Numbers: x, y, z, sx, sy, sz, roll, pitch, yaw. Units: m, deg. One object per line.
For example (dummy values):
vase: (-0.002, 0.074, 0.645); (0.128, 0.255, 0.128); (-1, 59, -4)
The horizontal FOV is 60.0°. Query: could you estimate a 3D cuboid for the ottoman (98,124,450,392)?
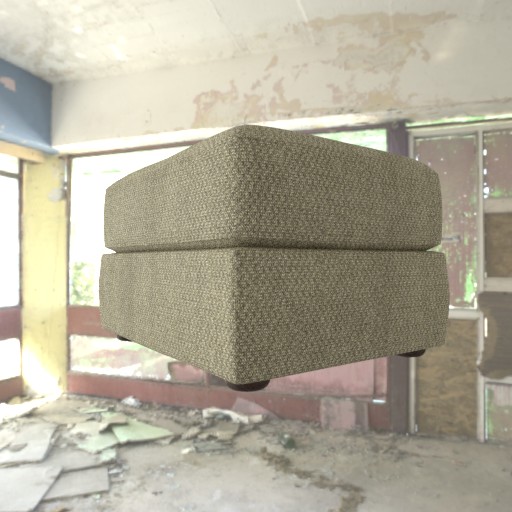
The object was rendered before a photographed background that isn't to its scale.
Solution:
ottoman: (0.000, 0.000, 1.149); (0.603, 0.476, 0.751); (0, -1, -36)
